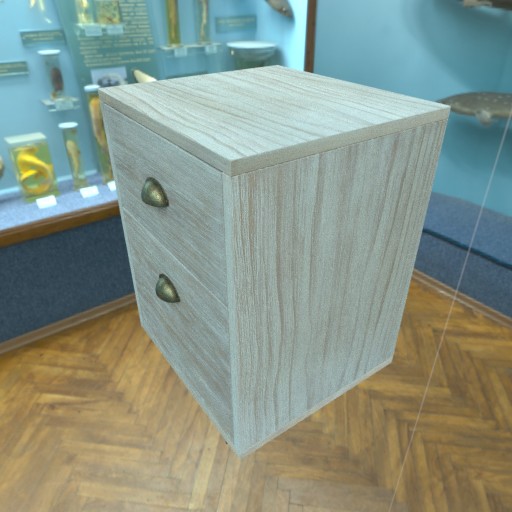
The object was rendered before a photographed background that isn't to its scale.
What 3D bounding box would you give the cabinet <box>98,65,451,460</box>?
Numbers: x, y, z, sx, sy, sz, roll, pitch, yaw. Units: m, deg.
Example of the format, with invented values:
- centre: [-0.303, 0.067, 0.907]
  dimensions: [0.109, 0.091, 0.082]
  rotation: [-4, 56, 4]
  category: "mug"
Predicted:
- centre: [0.000, 0.000, 0.838]
  dimensions: [0.401, 0.579, 0.409]
  rotation: [-21, 38, -29]
  category: "cabinet"
